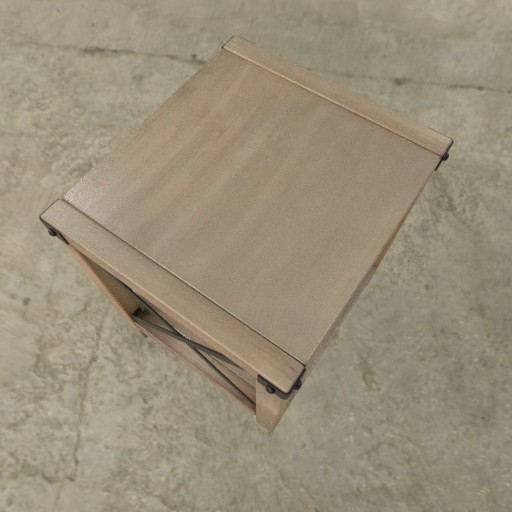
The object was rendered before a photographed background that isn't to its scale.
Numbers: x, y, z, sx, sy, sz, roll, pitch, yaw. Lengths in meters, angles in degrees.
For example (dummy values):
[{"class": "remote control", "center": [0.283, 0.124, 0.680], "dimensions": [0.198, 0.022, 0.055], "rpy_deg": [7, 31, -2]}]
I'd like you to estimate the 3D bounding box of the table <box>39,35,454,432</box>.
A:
[{"class": "table", "center": [0.000, 0.000, 0.940], "dimensions": [0.459, 0.561, 0.510], "rpy_deg": [32, 68, 15]}]
